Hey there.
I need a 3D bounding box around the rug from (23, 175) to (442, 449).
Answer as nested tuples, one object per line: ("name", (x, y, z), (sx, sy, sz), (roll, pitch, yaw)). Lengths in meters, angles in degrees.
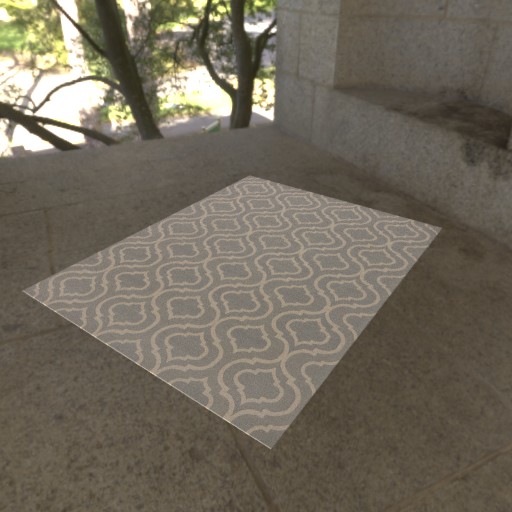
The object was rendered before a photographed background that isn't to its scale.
("rug", (0.000, 0.000, 3.796), (2.283, 0.006, 2.892), (21, 38, 30))
